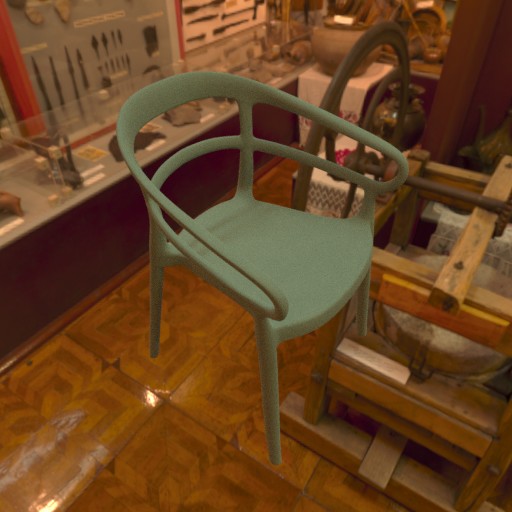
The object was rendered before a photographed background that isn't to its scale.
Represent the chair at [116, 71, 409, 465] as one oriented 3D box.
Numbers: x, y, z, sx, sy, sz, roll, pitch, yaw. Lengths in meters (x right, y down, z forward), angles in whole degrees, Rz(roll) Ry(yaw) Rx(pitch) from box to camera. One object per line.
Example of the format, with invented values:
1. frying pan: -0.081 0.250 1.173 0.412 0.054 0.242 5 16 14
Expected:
1. chair: 0.000 0.000 1.111 0.527 0.761 0.559 25 46 26
